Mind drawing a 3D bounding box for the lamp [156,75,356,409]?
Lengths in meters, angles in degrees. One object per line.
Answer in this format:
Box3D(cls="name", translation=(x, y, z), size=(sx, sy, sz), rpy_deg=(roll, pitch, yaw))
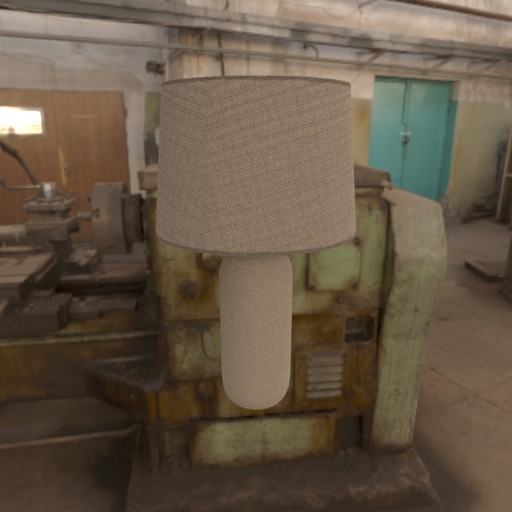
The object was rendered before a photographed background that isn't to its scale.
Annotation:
Box3D(cls="lamp", translation=(0.000, 0.000, 0.846), size=(0.367, 0.609, 0.367), rpy_deg=(0, 16, 0))
